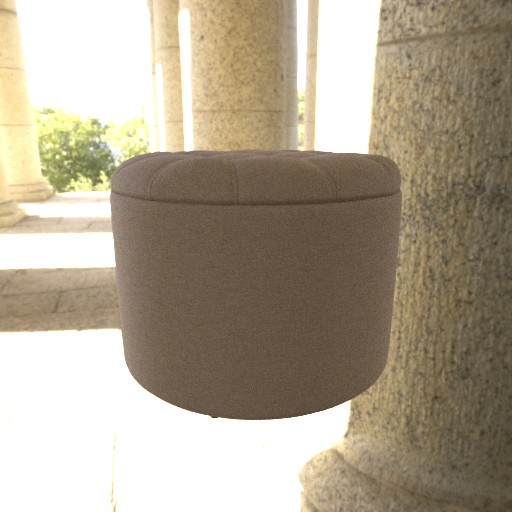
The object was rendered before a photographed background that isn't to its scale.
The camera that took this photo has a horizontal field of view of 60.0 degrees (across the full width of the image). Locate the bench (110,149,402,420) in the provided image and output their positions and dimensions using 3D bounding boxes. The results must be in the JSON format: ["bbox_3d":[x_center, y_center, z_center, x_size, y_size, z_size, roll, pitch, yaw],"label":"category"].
[{"bbox_3d":[0.000,0.000,0.989,0.600,0.454,0.600,0,15,0],"label":"bench"}]
